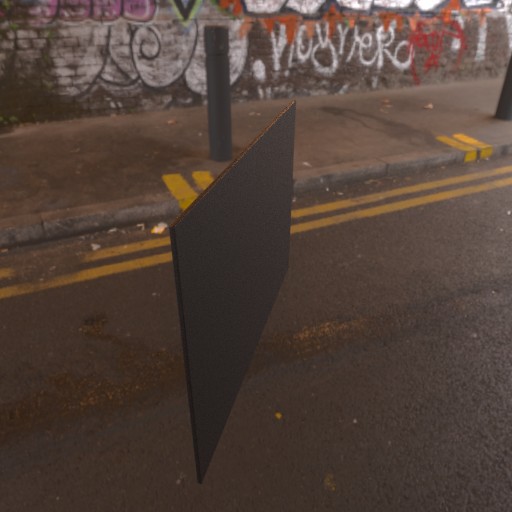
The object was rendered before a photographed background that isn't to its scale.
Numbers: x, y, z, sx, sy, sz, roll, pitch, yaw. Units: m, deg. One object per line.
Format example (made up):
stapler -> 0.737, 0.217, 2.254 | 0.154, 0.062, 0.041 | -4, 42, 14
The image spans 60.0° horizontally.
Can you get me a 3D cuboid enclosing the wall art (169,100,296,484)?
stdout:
wall art -> 0.000, 0.000, 1.535 | 0.013, 0.811, 1.192 | 8, 32, 13
